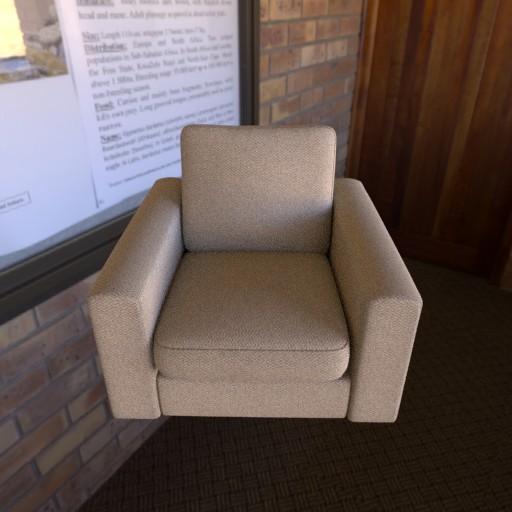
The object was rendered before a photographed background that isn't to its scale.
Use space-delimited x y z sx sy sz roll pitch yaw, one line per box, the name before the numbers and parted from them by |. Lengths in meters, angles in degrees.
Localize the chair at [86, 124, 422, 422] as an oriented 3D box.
chair | 0.000 0.000 1.759 1.005 0.873 1.016 1 30 1
